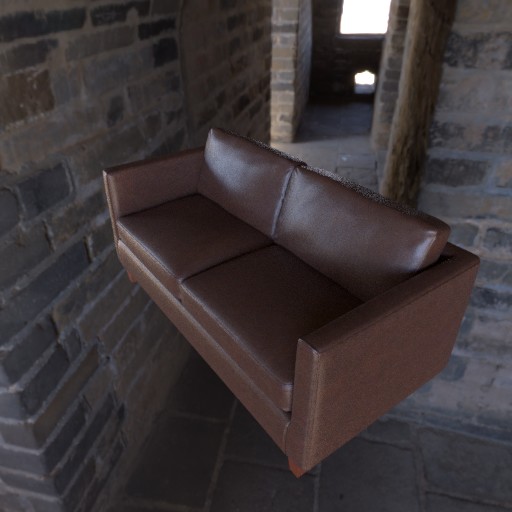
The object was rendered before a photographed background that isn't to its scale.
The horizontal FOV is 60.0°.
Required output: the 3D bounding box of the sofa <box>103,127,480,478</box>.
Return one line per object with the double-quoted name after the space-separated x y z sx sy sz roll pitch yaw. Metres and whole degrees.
0.000 0.000 2.354 0.951 0.933 1.883 -22 38 -30 "sofa"
